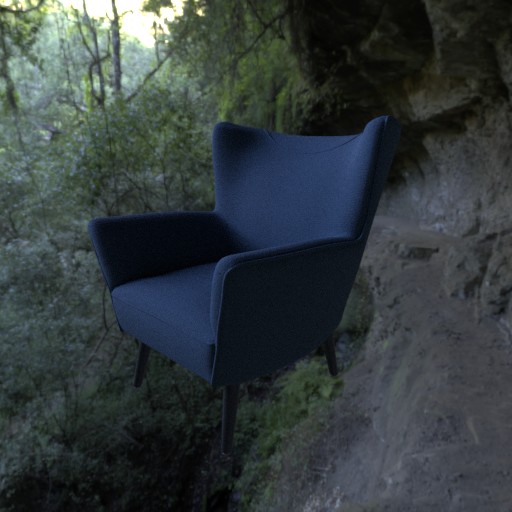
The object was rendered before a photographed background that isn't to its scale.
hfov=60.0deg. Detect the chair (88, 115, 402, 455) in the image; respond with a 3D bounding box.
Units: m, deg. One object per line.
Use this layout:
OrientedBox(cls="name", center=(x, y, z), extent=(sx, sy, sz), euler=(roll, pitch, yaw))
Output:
OrientedBox(cls="chair", center=(0.000, 0.000, 1.562), extent=(0.781, 0.933, 0.888), euler=(15, 21, 43))
